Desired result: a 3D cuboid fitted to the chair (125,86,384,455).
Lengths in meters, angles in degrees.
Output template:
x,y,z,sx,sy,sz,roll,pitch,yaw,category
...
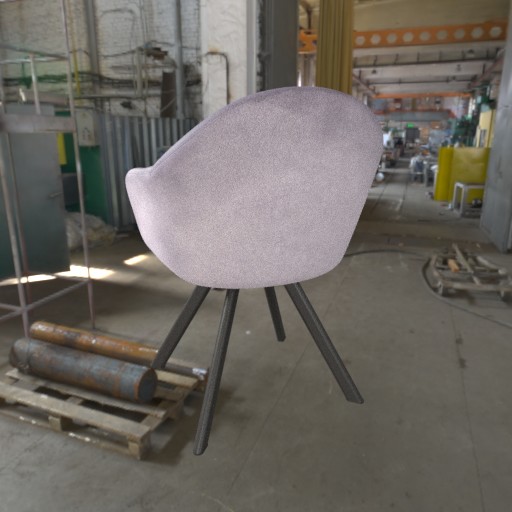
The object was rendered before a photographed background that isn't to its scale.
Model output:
x,y,z,sx,sy,sz,roll,pitch,yaw,category
0.000,0.000,1.143,0.570,0.780,0.540,-7,17,-25,chair
